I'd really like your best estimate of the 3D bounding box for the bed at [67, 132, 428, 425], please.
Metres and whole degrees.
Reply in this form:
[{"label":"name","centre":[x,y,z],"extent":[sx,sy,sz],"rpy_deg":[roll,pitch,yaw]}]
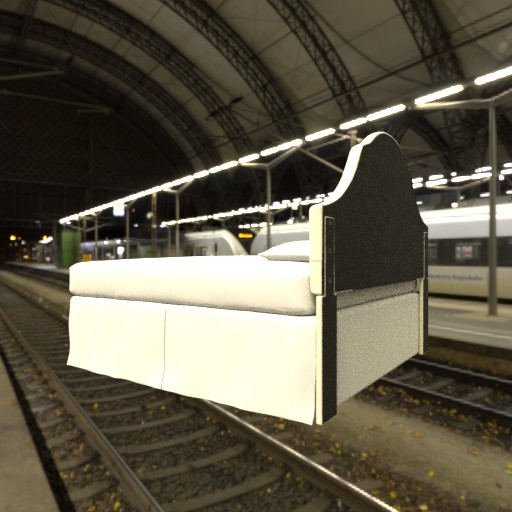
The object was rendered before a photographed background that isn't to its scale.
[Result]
[{"label":"bed","centre":[0.000,0.000,3.421],"extent":[2.086,1.555,2.012],"rpy_deg":[0,0,35]}]
